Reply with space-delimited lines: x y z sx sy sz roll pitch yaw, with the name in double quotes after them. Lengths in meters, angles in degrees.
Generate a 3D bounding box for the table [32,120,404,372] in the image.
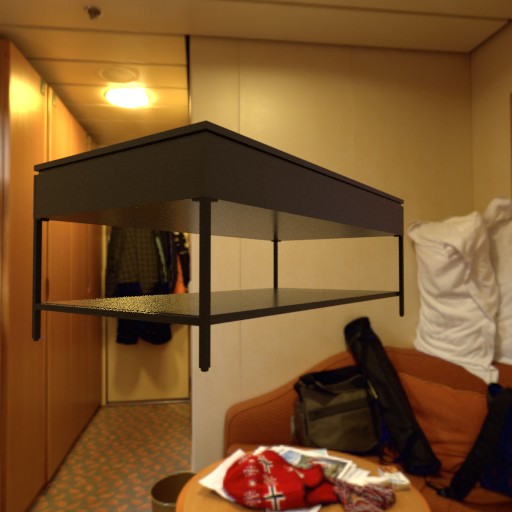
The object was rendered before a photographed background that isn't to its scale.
0.000 0.000 1.372 0.574 0.435 1.095 -1 -2 36 "table"
